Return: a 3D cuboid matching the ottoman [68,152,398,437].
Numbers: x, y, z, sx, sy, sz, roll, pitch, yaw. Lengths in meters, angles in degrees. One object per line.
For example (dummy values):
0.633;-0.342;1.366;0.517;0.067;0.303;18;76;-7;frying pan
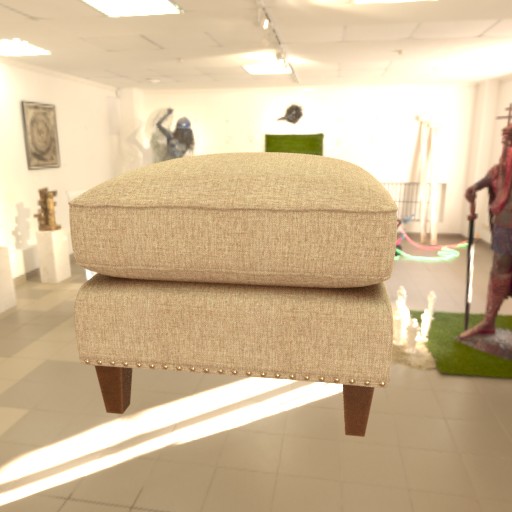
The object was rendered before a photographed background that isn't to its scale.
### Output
0.000;0.000;1.124;0.584;0.513;0.741;2;14;8;ottoman
